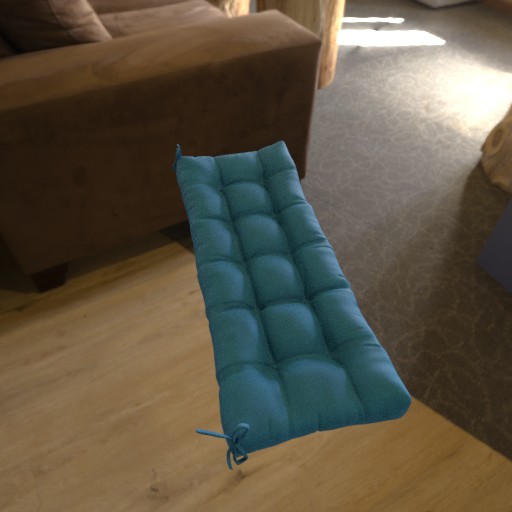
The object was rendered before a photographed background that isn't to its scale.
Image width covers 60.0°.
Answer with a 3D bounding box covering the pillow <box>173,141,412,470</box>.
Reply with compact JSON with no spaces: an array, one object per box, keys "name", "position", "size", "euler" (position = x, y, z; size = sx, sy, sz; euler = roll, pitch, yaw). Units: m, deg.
[{"name":"pillow","position":[0.000,0.000,1.386],"size":[0.511,0.174,1.194],"euler":[-10,48,-9]}]
